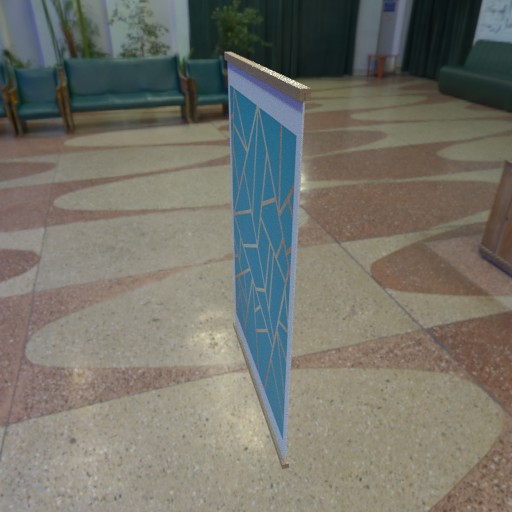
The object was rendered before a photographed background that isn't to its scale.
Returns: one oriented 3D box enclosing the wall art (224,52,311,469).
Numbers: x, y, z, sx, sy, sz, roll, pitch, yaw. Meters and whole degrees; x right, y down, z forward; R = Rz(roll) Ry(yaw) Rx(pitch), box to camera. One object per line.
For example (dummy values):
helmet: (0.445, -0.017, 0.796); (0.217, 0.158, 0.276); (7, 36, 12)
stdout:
wall art: (0.000, 0.000, 1.911); (0.030, 1.519, 0.990); (-7, 31, -13)
